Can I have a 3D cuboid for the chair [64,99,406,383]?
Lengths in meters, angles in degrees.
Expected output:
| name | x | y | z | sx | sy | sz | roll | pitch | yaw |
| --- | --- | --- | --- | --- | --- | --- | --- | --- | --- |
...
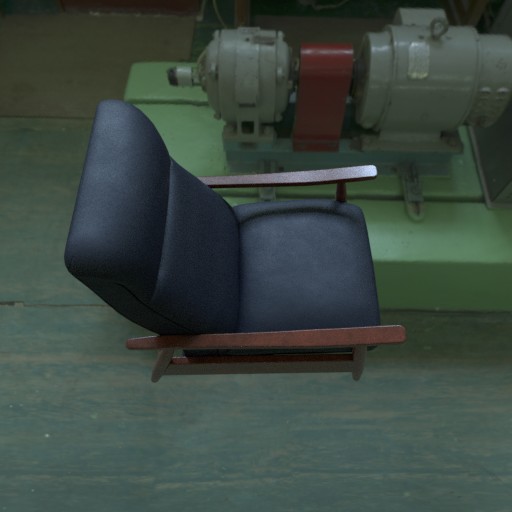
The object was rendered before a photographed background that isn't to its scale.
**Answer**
| name | x | y | z | sx | sy | sz | roll | pitch | yaw |
| --- | --- | --- | --- | --- | --- | --- | --- | --- | --- |
| chair | 0.000 | 0.000 | 1.743 | 1.014 | 1.082 | 0.762 | 0 | 62 | 0 |
